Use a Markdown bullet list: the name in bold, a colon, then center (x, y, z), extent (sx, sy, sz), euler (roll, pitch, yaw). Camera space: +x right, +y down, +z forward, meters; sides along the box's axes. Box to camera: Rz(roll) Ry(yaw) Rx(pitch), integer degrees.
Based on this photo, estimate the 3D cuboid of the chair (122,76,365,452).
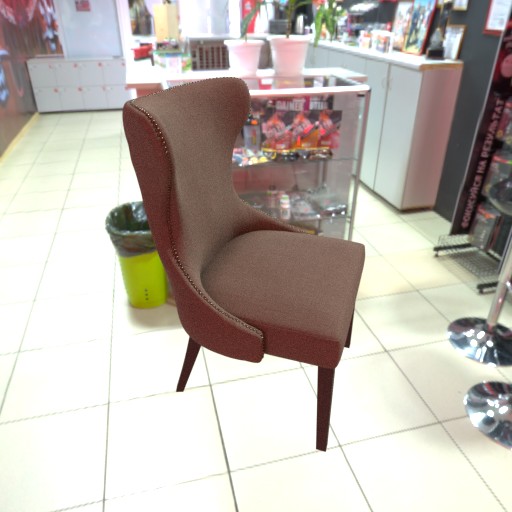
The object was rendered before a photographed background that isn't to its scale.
- **chair**: center (0.000, 0.000, 1.380), extent (0.635, 0.967, 0.628), euler (10, 31, 16)
